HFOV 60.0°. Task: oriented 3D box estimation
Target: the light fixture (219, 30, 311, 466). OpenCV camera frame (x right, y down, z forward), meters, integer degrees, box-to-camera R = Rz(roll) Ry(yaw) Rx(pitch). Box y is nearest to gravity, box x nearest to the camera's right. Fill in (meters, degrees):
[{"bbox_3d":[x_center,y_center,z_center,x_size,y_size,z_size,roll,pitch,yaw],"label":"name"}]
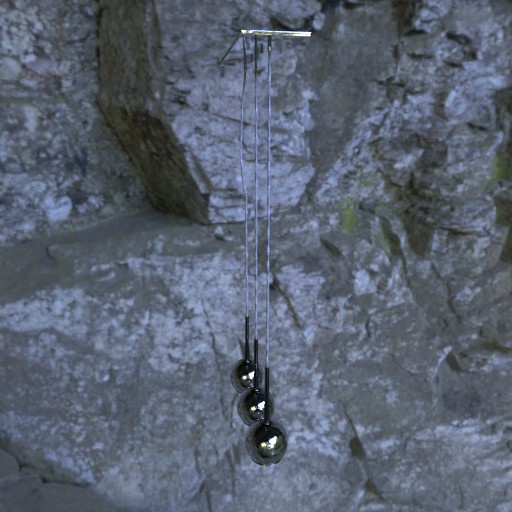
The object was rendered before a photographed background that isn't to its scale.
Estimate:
[{"bbox_3d":[0.000,0.000,1.658,0.188,1.408,0.623,-3,16,-10],"label":"light fixture"}]
